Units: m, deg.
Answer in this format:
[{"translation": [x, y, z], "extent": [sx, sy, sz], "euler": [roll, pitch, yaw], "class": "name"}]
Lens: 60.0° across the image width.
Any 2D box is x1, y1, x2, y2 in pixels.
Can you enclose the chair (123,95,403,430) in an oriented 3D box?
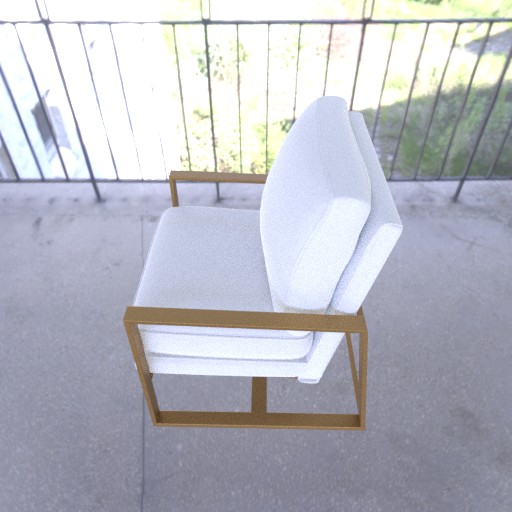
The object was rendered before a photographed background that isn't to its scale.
[{"translation": [0.000, 0.000, 1.591], "extent": [0.813, 0.966, 0.805], "euler": [1, 42, 1], "class": "chair"}]
